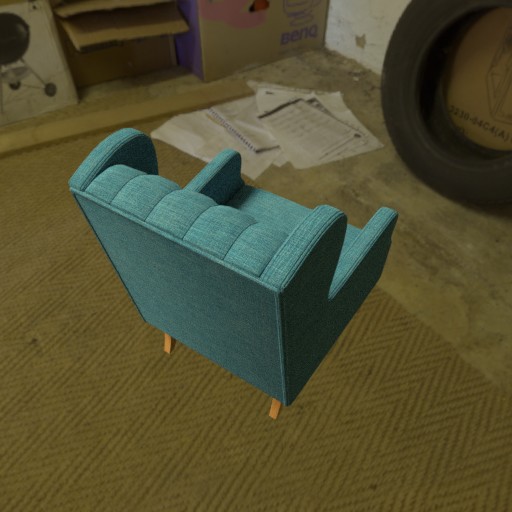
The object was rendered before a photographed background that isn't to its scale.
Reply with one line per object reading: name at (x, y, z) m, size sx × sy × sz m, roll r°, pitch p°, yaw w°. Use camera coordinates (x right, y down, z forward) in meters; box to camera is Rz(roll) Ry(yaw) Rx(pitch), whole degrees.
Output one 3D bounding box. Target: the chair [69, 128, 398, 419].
chair at (0.000, 0.000, 1.512) m, size 0.711 × 0.952 × 0.775 m, roll 25°, pitch 52°, yaw 22°
